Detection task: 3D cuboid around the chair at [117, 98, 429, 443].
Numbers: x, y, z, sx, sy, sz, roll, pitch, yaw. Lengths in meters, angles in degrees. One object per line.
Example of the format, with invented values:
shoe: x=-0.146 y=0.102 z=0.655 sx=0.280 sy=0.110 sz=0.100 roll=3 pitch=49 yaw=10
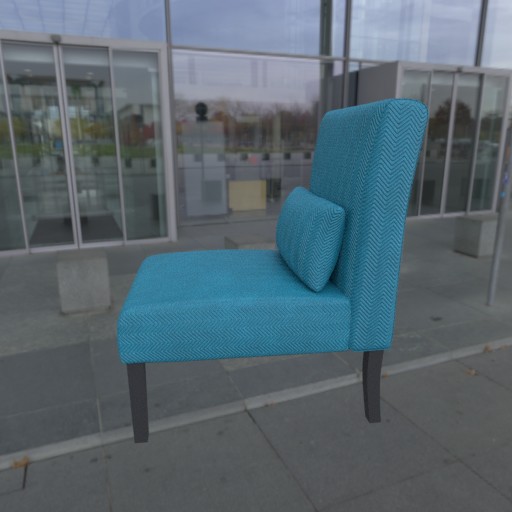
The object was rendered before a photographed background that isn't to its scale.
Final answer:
chair: x=0.000 y=0.000 z=1.429 sx=0.808 sy=0.927 sz=0.579 roll=-2 pitch=15 yaw=-7
